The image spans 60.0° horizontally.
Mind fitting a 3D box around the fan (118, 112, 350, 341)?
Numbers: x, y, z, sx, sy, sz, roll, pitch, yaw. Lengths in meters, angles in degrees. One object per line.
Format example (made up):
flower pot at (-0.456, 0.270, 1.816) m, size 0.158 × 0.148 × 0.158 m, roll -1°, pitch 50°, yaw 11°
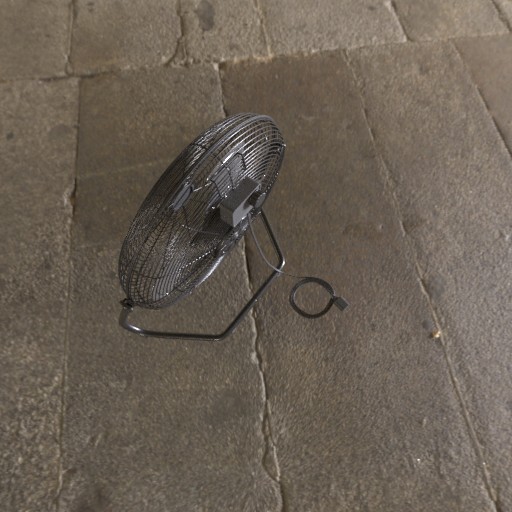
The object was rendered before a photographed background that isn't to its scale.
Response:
fan at (0.000, 0.000, 1.034) m, size 0.470 × 0.605 × 0.595 m, roll 34°, pitch 68°, yaw 16°
